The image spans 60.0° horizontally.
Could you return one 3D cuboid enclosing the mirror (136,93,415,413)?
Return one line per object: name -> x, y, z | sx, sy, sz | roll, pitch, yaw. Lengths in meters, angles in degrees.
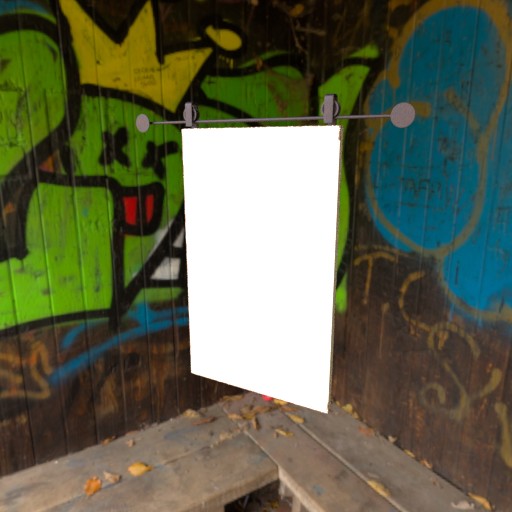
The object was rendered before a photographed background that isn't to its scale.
mirror -> 0.000, 0.000, 1.253 | 0.808, 0.844, 0.037 | 8, 16, 28
